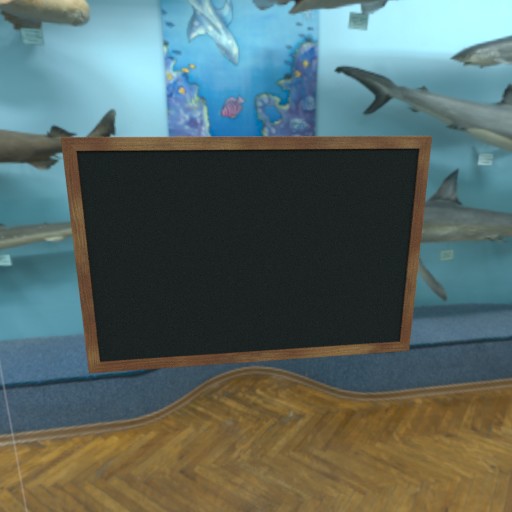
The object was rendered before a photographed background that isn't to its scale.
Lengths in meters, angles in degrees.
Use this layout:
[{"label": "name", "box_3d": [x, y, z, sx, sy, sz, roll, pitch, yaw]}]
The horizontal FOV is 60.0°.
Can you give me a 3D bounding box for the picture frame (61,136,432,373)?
[{"label": "picture frame", "box_3d": [0.000, 0.000, 1.230, 0.950, 0.640, 0.029, -2, 16, -8]}]
